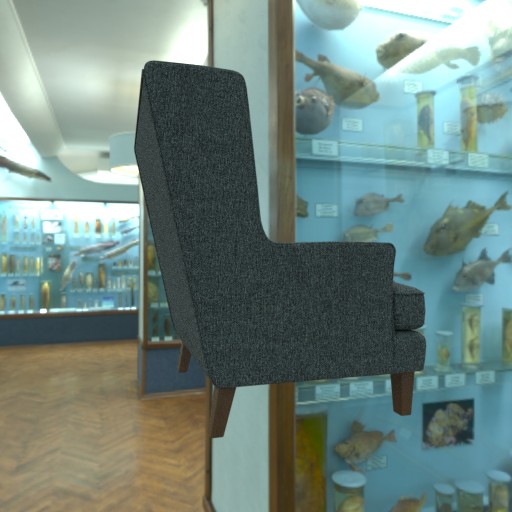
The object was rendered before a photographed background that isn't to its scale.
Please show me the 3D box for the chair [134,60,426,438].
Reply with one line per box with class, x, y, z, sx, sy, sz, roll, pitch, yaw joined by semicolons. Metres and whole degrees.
chair;0.000;0.000;1.783;0.927;1.082;0.942;0;0;-17
